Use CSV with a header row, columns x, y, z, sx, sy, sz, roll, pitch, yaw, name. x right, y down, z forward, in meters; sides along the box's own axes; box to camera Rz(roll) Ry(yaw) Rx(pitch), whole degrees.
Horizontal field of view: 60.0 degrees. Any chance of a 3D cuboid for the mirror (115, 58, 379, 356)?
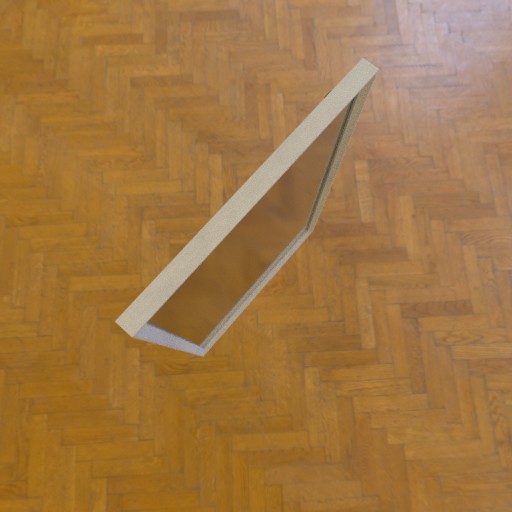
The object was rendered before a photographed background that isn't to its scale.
x,y,z,sx,sy,sz,roll,pitch,yaw,name
0.000,0.000,1.160,0.041,0.915,0.609,40,79,9,mirror
